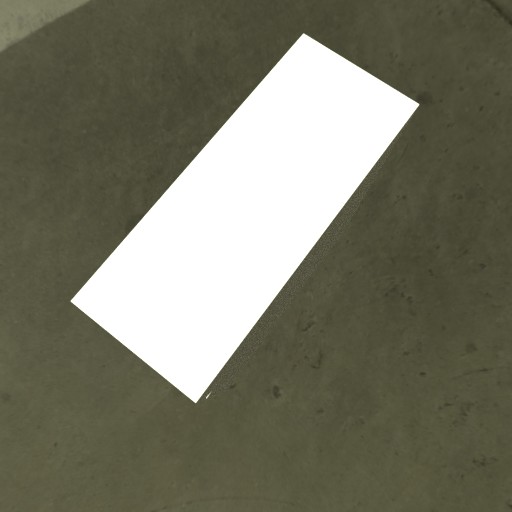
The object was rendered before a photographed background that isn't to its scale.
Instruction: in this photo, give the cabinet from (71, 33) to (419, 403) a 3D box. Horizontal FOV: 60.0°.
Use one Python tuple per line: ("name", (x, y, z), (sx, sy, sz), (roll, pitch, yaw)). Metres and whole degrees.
("cabinet", (0.000, 0.000, 1.748), (0.400, 1.190, 1.000), (36, 78, 9))
